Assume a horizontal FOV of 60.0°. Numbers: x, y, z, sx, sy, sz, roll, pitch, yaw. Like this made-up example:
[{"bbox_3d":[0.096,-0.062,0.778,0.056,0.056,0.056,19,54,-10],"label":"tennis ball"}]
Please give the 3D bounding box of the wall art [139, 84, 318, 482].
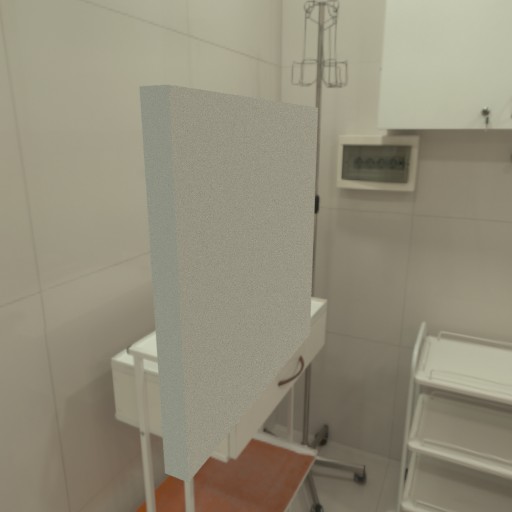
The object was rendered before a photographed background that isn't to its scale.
[{"bbox_3d":[0.000,0.000,0.534,0.027,0.355,0.355,7,17,25],"label":"wall art"}]
